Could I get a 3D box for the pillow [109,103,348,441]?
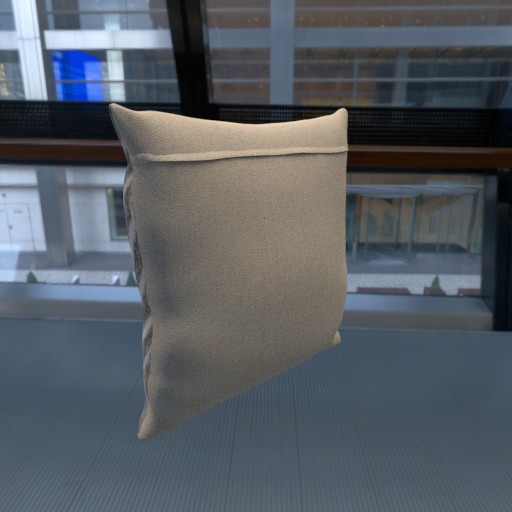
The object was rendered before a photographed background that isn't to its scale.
[{"bbox_3d":[0.000,0.000,0.679,0.440,0.441,0.182,-15,22,-41],"label":"pillow"}]
